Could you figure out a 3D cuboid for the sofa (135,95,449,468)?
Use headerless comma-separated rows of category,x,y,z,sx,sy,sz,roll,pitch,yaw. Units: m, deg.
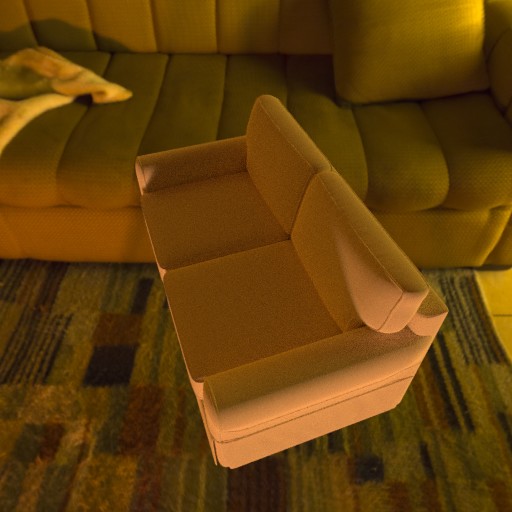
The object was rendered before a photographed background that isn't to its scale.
sofa,0.000,0.000,2.320,0.991,0.940,1.727,-15,48,-13
